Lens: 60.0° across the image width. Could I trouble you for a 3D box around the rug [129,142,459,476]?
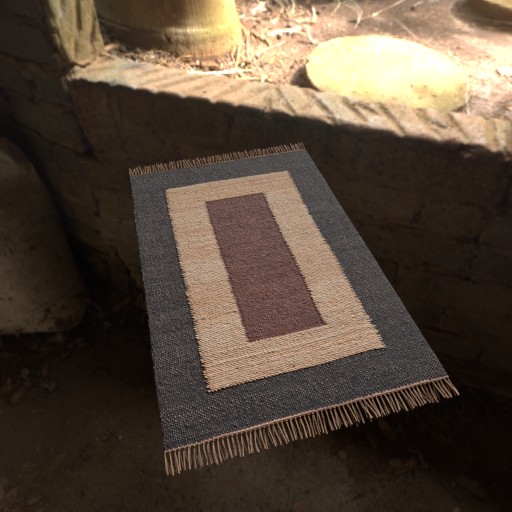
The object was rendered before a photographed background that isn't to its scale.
[{"bbox_3d":[0.000,0.000,2.406,1.224,0.027,2.021,-11,47,-10],"label":"rug"}]
